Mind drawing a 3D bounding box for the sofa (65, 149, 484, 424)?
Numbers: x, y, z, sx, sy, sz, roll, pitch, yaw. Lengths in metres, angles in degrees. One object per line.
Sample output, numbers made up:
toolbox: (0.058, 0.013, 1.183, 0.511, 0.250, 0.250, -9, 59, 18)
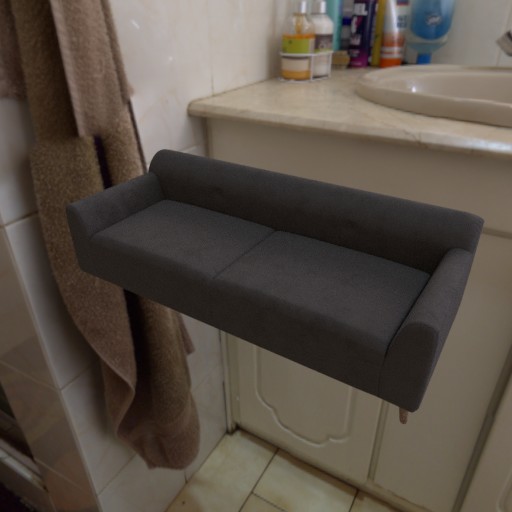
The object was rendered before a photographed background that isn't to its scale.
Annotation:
sofa: (0.000, 0.000, 2.591, 2.190, 0.740, 0.900, 18, 35, 28)
